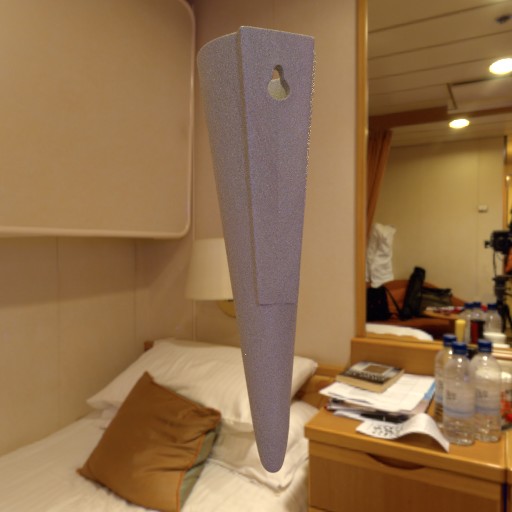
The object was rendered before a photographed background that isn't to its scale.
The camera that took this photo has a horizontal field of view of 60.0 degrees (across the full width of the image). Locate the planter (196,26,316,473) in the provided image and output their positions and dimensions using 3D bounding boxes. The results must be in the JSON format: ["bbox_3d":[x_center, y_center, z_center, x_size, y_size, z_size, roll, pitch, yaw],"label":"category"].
[{"bbox_3d":[0.000,0.000,0.219,0.057,0.191,0.064,-1,2,-18],"label":"planter"}]
